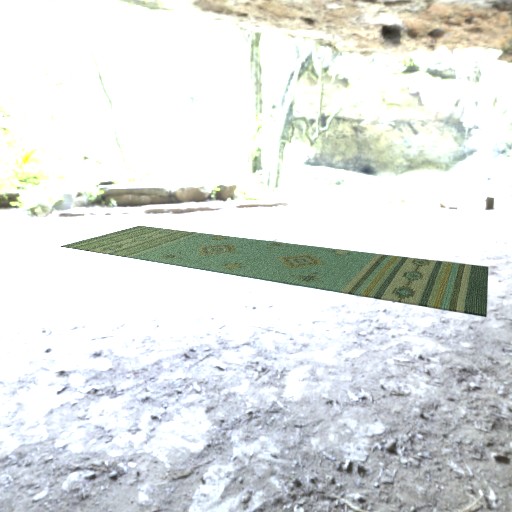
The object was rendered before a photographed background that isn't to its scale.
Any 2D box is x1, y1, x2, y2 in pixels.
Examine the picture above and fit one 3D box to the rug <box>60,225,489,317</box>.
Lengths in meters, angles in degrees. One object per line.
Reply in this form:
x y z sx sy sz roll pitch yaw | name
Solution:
0.000 0.000 2.614 2.441 0.010 0.744 8 17 26 | rug
